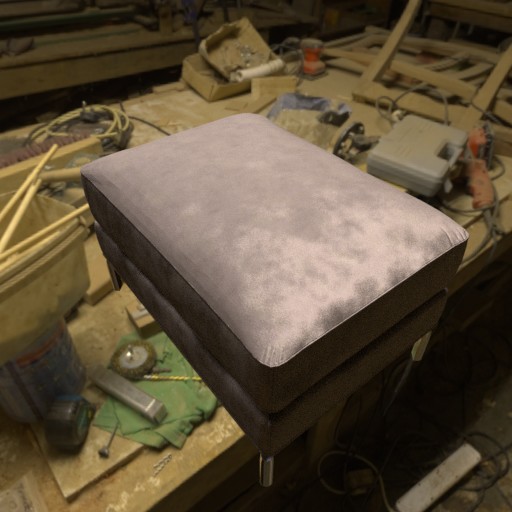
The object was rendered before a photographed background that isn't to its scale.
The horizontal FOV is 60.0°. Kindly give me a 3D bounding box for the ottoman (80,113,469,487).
[{"bbox_3d":[0.000,0.000,1.045,0.520,0.456,0.719,-27,48,-28],"label":"ottoman"}]
